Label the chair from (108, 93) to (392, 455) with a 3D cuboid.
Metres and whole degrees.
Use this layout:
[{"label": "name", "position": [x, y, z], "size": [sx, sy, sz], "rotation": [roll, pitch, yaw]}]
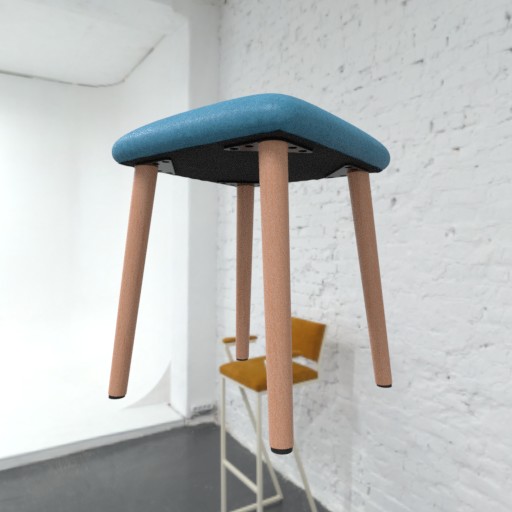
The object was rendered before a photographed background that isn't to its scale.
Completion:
[{"label": "chair", "position": [0.000, 0.000, 0.737], "size": [0.360, 0.450, 0.360], "rotation": [0, 0, 37]}]
